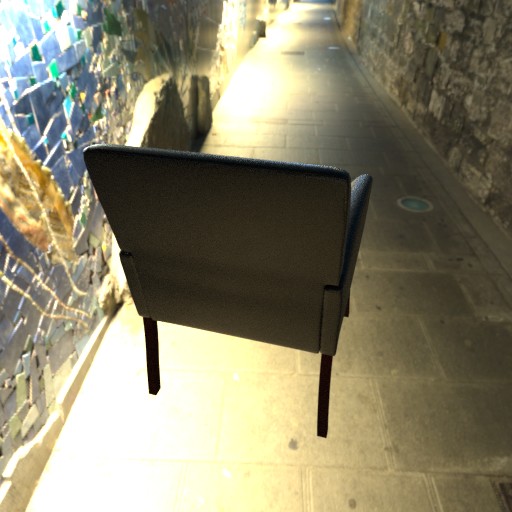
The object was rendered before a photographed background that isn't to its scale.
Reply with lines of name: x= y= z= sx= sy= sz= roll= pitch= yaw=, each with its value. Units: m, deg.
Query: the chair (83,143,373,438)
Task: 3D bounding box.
chair: x=0.000 y=0.000 z=1.509 sx=0.683 sy=0.951 sz=0.772 roll=9 pitch=33 yaw=14
